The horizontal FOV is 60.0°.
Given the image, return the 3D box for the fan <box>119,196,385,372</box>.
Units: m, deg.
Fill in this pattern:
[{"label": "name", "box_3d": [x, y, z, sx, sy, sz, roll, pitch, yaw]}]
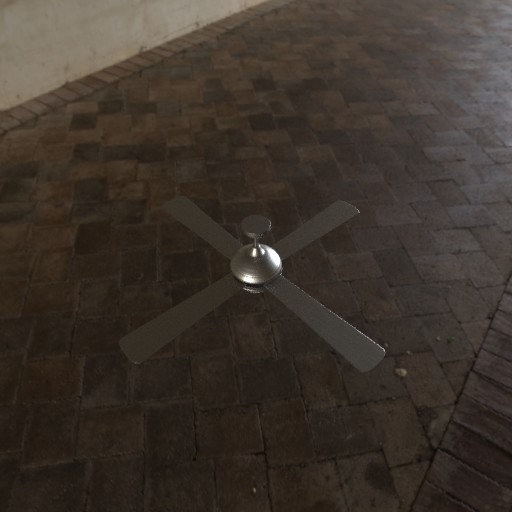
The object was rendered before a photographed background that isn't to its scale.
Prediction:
[{"label": "fan", "box_3d": [0.000, 0.000, 2.008, 1.321, 0.381, 1.321, -16, 47, -15]}]
